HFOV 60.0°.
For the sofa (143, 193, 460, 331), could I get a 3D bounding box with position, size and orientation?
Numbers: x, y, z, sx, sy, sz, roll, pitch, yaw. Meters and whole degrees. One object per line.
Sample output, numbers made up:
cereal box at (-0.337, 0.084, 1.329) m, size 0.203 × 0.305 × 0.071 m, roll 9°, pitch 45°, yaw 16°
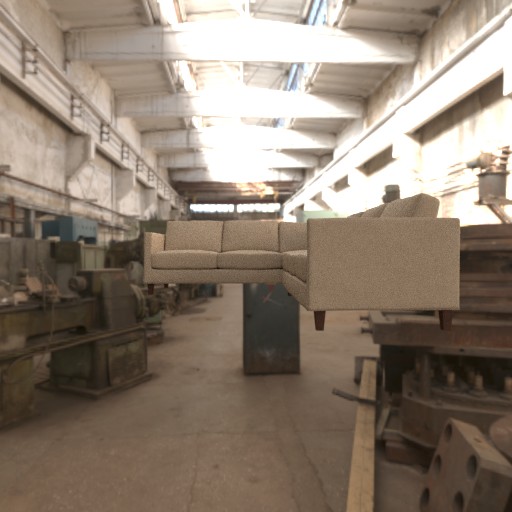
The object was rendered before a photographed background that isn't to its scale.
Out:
sofa at (0.000, 0.000, 4.226) m, size 2.432 × 0.863 × 3.182 m, roll 0°, pitch 1°, yaw -1°
